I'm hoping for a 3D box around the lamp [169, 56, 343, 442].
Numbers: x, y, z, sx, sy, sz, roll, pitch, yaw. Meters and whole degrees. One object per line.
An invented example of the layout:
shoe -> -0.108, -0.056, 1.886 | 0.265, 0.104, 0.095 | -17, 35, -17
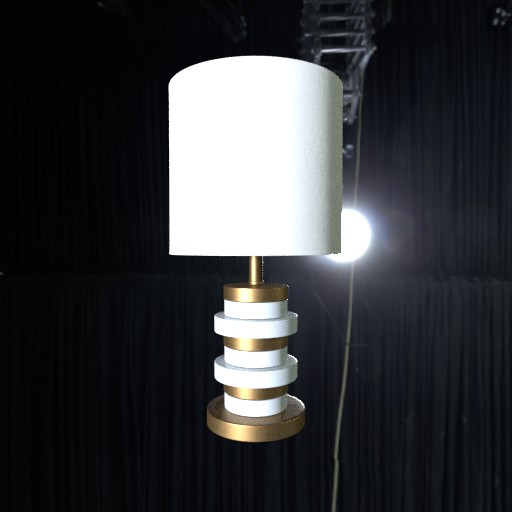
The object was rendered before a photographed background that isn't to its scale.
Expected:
lamp -> 0.000, 0.000, 0.548 | 0.210, 0.410, 0.210 | 0, 1, -1
